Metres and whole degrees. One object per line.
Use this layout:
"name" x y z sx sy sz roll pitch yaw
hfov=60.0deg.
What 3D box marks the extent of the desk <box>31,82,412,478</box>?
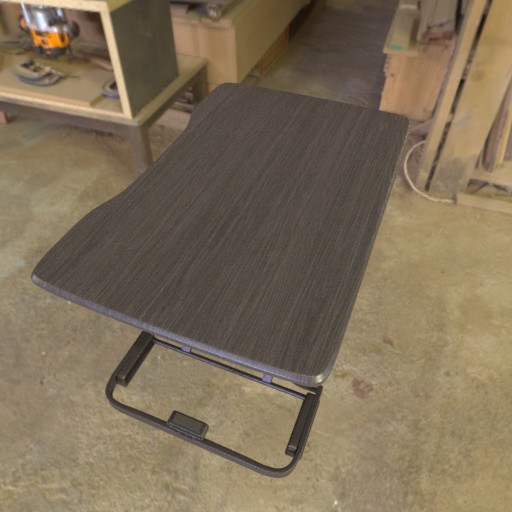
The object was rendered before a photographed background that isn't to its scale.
"desk" 0.000 0.000 1.115 0.546 0.470 0.820 17 49 15
